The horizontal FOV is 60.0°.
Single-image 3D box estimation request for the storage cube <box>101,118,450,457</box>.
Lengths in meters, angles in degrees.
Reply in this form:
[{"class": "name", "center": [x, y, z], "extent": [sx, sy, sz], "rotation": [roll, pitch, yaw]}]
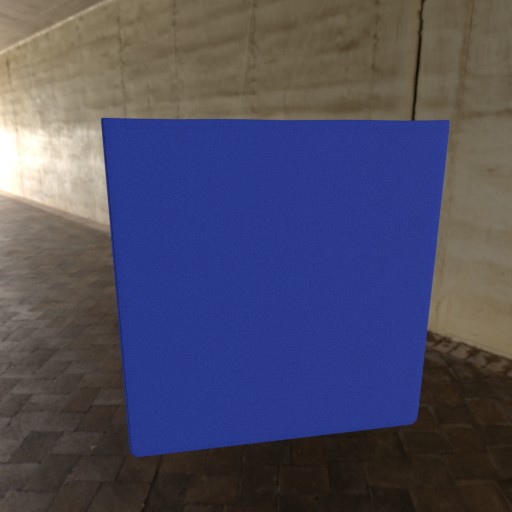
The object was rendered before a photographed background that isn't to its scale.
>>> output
[{"class": "storage cube", "center": [0.000, 0.000, 0.489], "extent": [0.270, 0.280, 0.270], "rotation": [-3, 15, -10]}]
